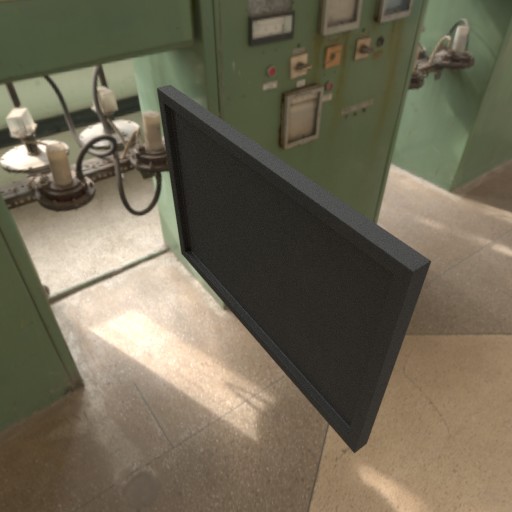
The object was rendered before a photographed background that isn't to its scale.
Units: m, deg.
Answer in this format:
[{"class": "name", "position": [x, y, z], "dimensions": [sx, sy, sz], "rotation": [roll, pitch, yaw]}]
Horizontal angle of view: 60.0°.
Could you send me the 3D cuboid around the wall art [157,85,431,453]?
[{"class": "wall art", "position": [0.000, 0.000, 0.573], "dimensions": [0.021, 0.301, 0.443], "rotation": [-25, 47, -25]}]
